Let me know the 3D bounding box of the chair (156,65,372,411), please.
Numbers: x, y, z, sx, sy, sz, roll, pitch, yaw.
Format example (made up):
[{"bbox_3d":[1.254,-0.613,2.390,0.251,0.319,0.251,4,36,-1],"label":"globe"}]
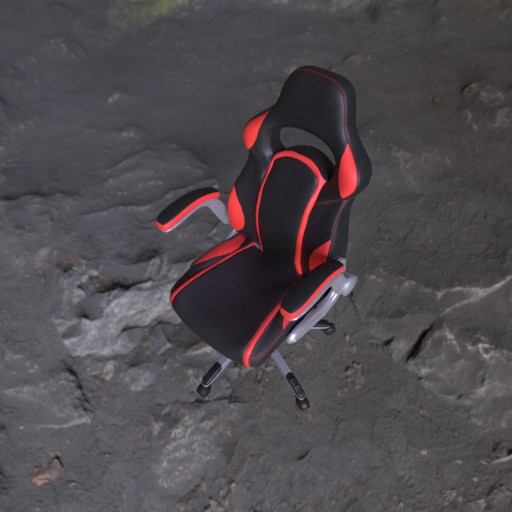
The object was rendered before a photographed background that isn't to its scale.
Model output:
[{"bbox_3d":[0.000,0.000,1.624,0.758,1.165,0.712,33,55,27],"label":"chair"}]
